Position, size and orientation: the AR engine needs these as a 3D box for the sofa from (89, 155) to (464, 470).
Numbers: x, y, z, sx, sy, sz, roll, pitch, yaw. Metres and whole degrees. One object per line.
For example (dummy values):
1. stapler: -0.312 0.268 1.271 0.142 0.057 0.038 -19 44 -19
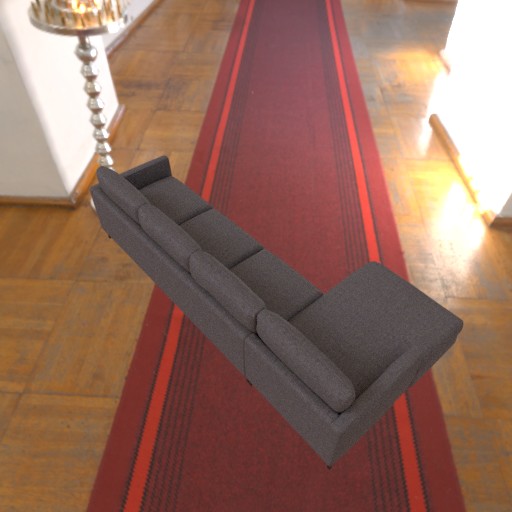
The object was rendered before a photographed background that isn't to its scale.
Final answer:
1. sofa: 0.000 0.000 3.295 1.258 0.754 2.731 -32 54 -28
